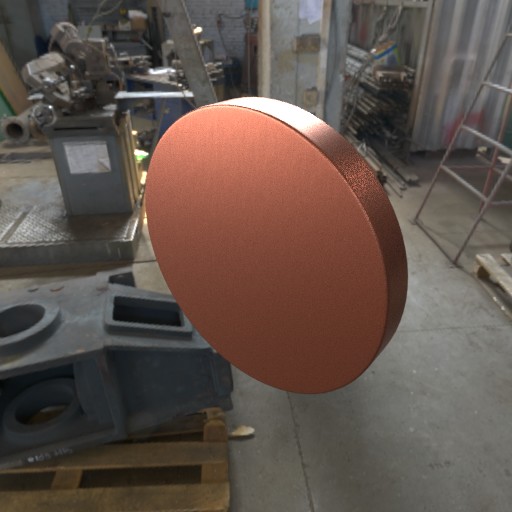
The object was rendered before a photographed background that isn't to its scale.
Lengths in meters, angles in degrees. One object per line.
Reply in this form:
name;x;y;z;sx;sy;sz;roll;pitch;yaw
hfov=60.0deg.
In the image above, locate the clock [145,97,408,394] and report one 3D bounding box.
clock;0.000;0.000;0.467;0.313;0.313;0.040;23;38;33
